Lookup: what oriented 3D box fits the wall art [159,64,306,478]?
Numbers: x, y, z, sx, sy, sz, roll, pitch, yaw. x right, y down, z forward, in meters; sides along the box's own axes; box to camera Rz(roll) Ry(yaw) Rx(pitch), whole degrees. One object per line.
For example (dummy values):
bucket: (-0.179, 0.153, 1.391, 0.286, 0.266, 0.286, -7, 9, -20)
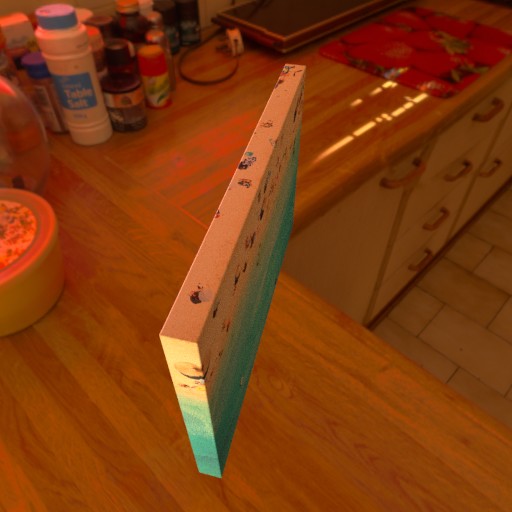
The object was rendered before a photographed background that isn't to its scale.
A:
wall art: (0.000, 0.000, 0.769, 0.039, 0.406, 0.609, 10, 48, 10)
